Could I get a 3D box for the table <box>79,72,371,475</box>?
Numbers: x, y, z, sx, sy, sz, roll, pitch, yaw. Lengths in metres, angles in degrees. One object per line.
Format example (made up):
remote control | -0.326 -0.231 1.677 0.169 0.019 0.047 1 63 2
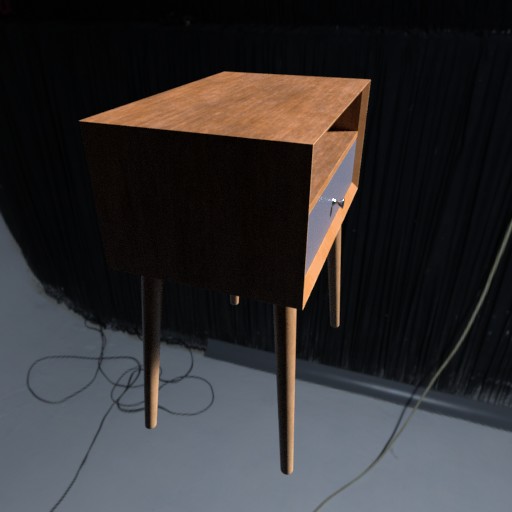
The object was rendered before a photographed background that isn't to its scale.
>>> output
table | 0.000 0.000 0.841 0.307 0.580 0.454 10 32 17
